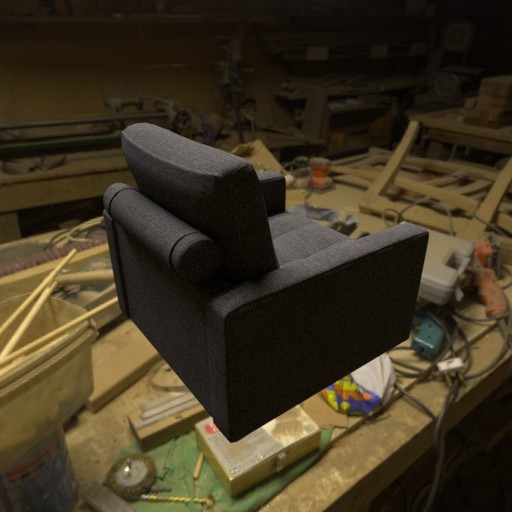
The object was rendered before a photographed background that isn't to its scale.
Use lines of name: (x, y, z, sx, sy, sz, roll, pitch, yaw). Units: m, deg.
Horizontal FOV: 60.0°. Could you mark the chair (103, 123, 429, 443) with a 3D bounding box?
chair: (0.000, 0.000, 1.546, 0.843, 0.880, 0.821, -19, 33, -32)
